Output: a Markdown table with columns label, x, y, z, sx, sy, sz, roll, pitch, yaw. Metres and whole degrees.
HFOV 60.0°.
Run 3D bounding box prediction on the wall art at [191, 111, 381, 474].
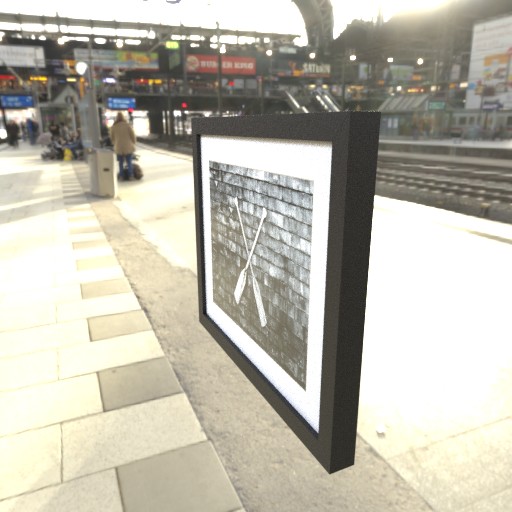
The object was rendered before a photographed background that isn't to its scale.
| label | x | y | z | sx | sy | sz | roll | pitch | yaw |
| --- | --- | --- | --- | --- | --- | --- | --- | --- | --- |
| wall art | 0.000 | 0.000 | 0.546 | 0.029 | 0.330 | 0.381 | -8 | 18 | -25 |
